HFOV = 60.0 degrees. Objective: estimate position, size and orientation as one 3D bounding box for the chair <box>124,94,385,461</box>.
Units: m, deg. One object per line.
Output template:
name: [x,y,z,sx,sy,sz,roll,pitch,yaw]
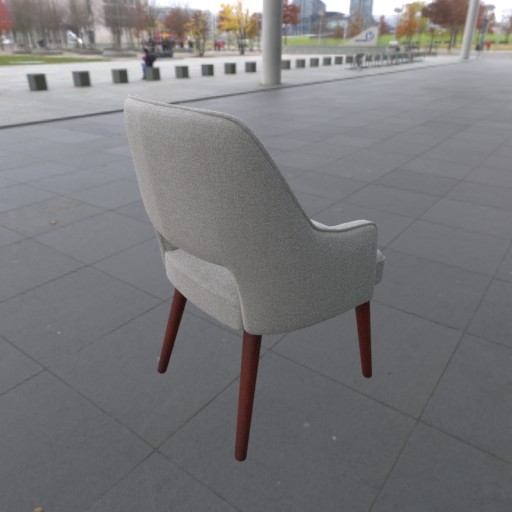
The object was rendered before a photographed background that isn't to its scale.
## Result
chair: [0.000,0.000,1.201,0.580,0.840,0.560,-19,32,-34]
